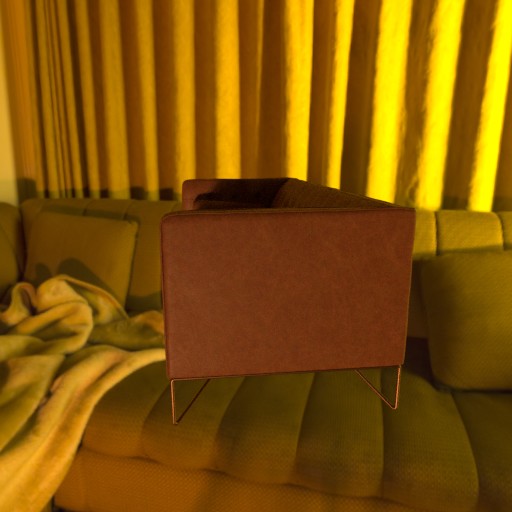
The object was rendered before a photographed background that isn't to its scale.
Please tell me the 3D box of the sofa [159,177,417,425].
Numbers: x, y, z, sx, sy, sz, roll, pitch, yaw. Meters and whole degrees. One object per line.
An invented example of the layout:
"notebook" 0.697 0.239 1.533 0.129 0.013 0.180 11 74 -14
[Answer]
"sofa" 0.000 0.000 2.581 0.912 0.798 2.079 -2 13 -7
